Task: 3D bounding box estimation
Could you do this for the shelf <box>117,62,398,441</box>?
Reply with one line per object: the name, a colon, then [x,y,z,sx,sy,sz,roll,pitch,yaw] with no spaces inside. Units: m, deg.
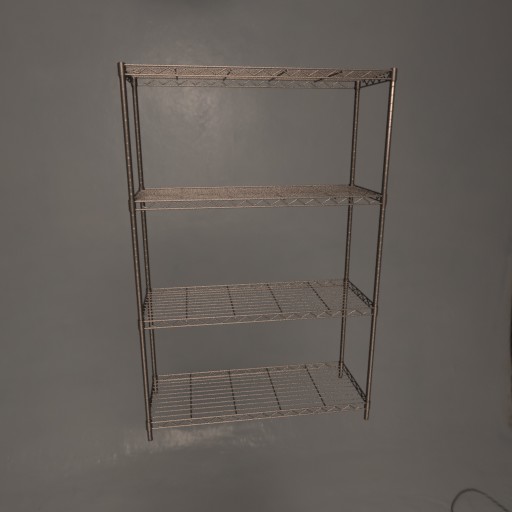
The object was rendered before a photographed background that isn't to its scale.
shelf: [0.000,0.000,1.761,0.907,1.361,0.352,-2,16,-8]
